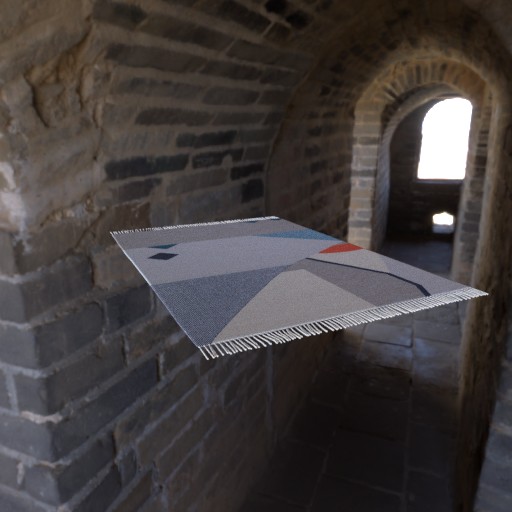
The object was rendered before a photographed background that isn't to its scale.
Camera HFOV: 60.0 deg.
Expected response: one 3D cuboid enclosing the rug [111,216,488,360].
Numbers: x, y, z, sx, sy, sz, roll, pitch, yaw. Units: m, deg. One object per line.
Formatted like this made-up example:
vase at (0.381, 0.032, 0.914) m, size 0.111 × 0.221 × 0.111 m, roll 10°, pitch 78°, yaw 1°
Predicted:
rug at (0.000, 0.000, 2.332) m, size 1.220 × 0.005 × 1.828 m, roll -8°, pitch 18°, yaw -25°
